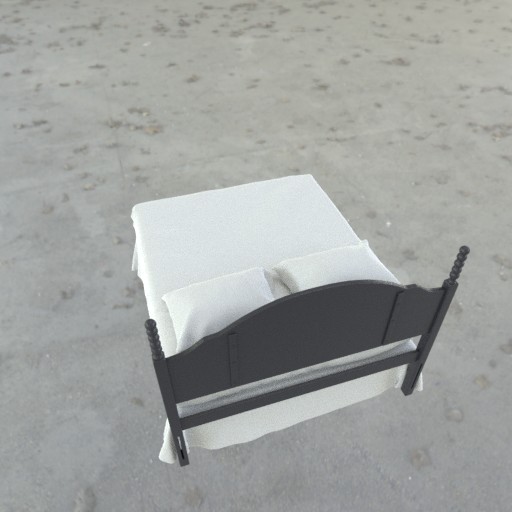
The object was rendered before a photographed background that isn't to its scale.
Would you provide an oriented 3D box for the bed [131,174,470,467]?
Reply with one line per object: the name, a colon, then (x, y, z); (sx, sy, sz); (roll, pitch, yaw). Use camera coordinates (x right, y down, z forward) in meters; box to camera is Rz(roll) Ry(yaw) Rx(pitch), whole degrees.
bed: (0.000, 0.000, 3.218); (1.873, 1.356, 2.040); (-12, 43, -13)
